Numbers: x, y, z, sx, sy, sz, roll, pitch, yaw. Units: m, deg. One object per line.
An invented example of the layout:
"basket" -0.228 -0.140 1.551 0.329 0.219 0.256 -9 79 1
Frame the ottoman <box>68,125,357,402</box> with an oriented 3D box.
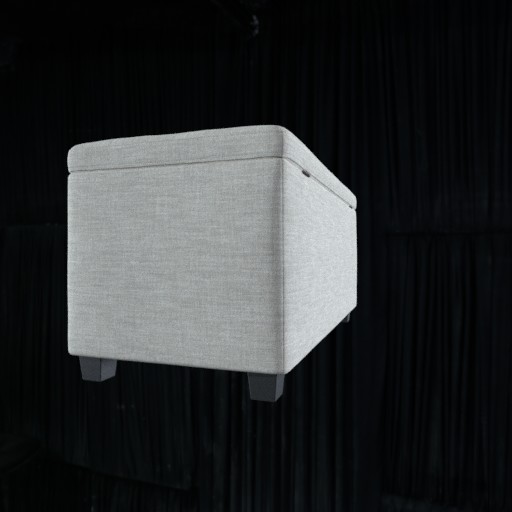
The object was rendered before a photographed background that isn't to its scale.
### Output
"ottoman" 0.000 0.000 1.120 0.419 0.432 0.902 0 1 19
